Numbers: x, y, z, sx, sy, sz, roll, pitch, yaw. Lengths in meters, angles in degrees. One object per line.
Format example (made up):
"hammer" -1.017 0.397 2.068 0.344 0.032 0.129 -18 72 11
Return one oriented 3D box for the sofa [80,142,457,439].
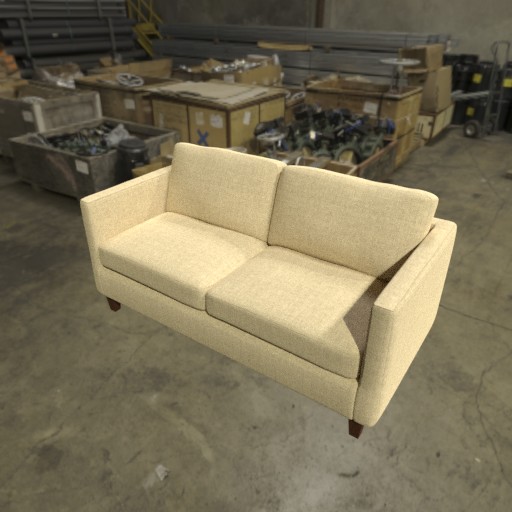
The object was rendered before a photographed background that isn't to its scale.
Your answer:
"sofa" 0.000 0.000 2.519 1.884 0.963 0.950 19 35 30
